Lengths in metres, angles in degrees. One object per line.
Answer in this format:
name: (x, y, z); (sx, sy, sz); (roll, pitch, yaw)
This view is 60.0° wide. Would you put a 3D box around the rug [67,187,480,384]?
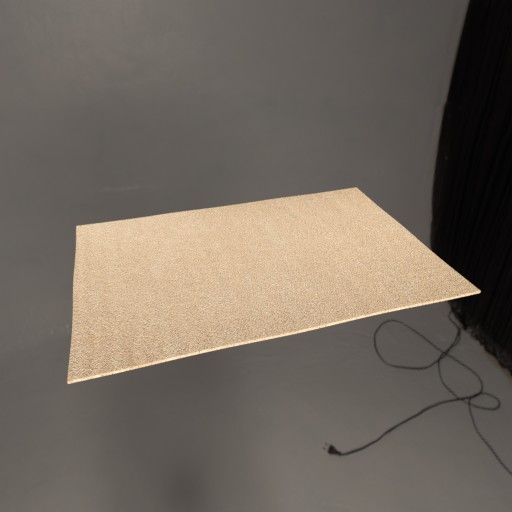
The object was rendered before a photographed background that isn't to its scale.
rug: (0.000, 0.000, 3.457); (2.699, 0.025, 1.800); (-10, 34, -14)
